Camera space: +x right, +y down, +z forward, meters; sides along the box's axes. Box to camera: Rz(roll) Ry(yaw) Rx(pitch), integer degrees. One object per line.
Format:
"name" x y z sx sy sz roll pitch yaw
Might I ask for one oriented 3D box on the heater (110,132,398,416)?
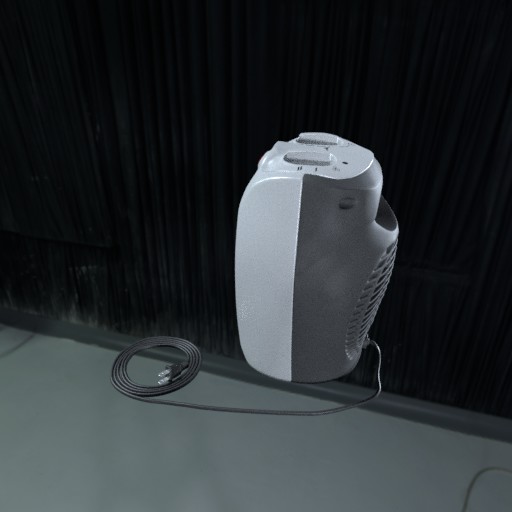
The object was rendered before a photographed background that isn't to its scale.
"heater" 0.000 0.000 0.473 0.291 0.240 0.239 7 30 13
